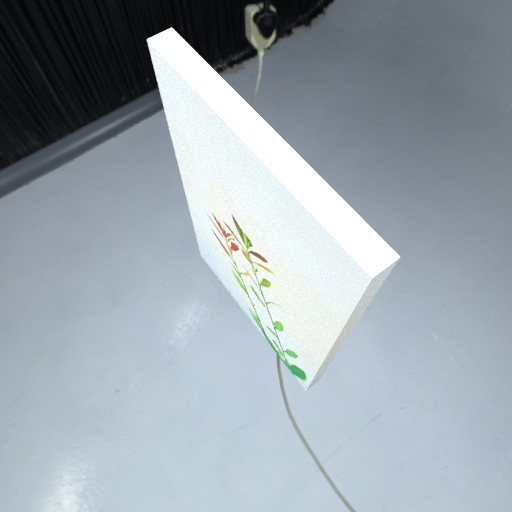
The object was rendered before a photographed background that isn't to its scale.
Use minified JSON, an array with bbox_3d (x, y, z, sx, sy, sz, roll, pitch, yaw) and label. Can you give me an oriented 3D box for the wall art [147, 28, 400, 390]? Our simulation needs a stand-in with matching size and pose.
[{"bbox_3d":[0.000,0.000,0.762,0.038,0.611,0.408,-34,68,-15],"label":"wall art"}]
